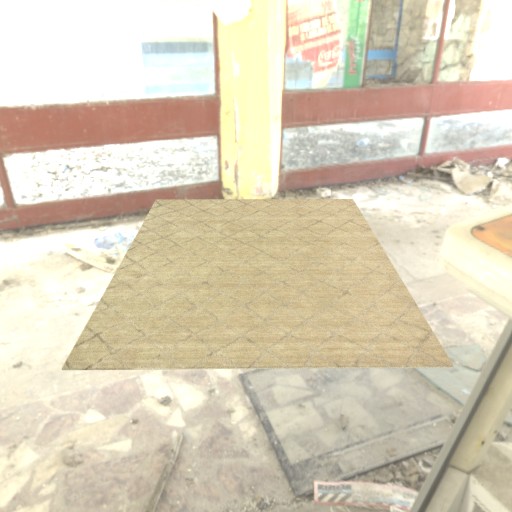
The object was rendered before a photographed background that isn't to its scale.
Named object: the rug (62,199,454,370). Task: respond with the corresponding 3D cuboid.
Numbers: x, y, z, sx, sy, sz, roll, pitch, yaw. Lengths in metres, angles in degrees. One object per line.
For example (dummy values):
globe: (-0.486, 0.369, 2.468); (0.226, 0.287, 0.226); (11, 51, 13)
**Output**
rug: (0.000, 0.000, 4.085); (2.420, 0.019, 3.038); (0, 27, -1)
